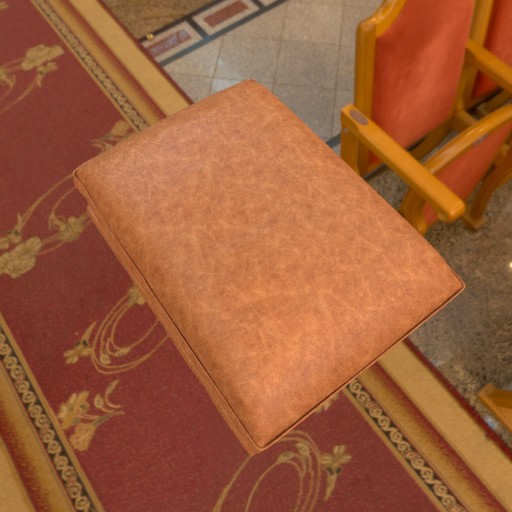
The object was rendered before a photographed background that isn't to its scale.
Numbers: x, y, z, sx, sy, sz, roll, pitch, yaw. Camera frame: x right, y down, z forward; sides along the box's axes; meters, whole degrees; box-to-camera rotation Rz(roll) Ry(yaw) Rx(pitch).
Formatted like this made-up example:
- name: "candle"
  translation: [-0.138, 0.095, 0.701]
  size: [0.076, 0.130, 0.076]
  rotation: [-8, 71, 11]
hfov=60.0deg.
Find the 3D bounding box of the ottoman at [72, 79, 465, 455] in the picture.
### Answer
- name: "ottoman"
  translation: [0.000, 0.000, 1.047]
  size: [0.533, 0.480, 0.710]
  rotation: [-33, 68, -15]
